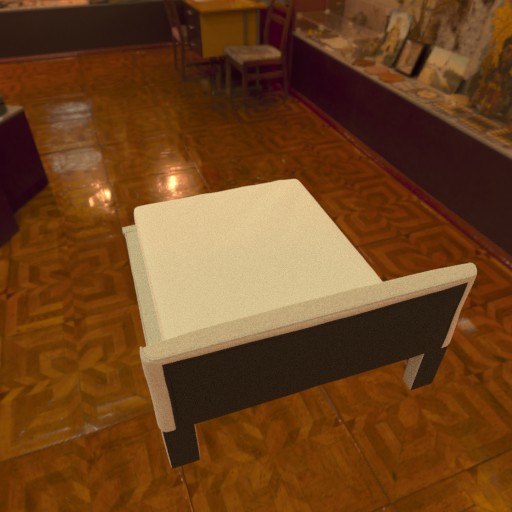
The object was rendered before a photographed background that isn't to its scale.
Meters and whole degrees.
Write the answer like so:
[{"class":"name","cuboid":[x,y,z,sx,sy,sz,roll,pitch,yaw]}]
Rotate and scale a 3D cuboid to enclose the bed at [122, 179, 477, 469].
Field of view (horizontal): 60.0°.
[{"class":"bed","cuboid":[0.000,0.000,3.560,1.980,1.126,2.498,-12,41,-14]}]
